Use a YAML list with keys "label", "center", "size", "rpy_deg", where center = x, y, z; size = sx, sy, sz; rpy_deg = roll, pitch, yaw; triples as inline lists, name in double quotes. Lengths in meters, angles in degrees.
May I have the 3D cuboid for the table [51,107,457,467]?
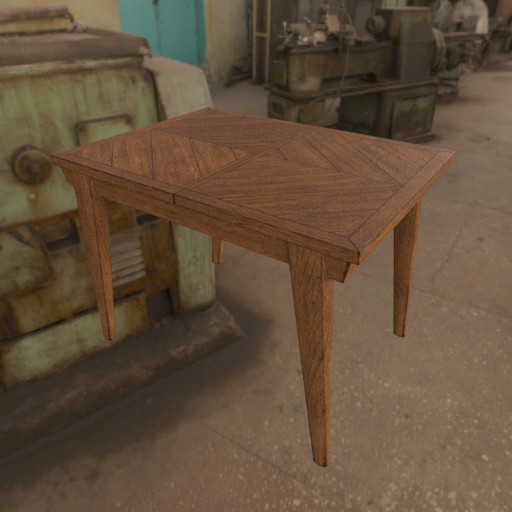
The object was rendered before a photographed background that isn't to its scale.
- label: "table"
  center: [0.000, 0.000, 1.591]
  size: [1.027, 0.760, 0.757]
  rpy_deg: [20, 37, 29]
